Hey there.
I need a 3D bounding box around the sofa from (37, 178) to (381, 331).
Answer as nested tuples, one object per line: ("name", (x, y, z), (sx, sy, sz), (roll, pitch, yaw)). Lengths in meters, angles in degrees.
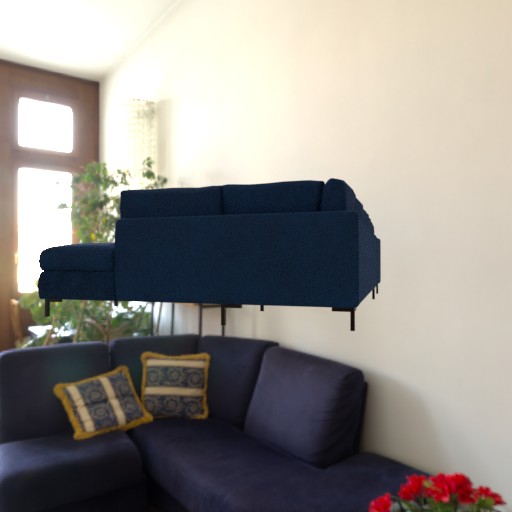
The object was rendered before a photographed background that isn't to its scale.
("sofa", (0.000, 0.000, 3.306), (1.707, 0.687, 2.486), (0, -1, 18))
